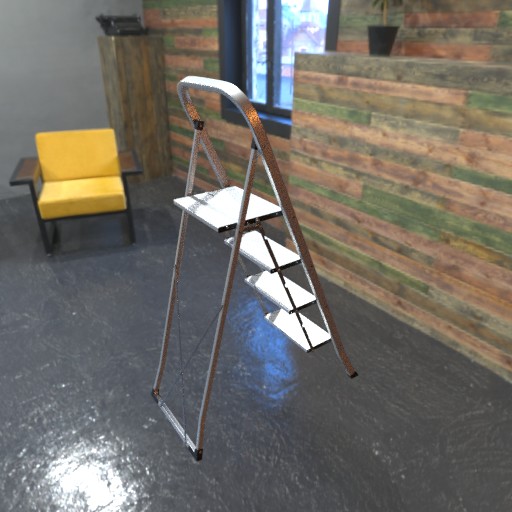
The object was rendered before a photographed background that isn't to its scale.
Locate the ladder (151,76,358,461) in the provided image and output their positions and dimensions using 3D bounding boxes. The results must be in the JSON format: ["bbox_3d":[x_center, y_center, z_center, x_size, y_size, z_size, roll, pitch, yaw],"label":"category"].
[{"bbox_3d":[0.000,0.000,1.698,0.830,1.290,0.465,-18,32,-31],"label":"ladder"}]
